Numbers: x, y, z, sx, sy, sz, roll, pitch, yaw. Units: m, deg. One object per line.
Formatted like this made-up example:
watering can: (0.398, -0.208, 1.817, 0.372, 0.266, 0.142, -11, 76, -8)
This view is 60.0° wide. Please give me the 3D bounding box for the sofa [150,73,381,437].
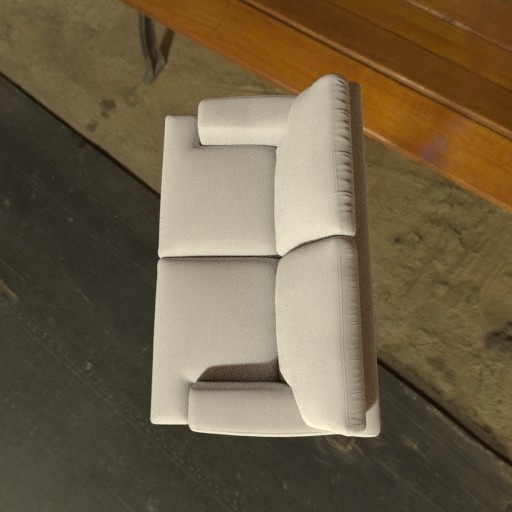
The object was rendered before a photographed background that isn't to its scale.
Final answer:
sofa: (0.000, 0.000, 2.489, 1.143, 0.940, 1.880, 0, 77, 0)
